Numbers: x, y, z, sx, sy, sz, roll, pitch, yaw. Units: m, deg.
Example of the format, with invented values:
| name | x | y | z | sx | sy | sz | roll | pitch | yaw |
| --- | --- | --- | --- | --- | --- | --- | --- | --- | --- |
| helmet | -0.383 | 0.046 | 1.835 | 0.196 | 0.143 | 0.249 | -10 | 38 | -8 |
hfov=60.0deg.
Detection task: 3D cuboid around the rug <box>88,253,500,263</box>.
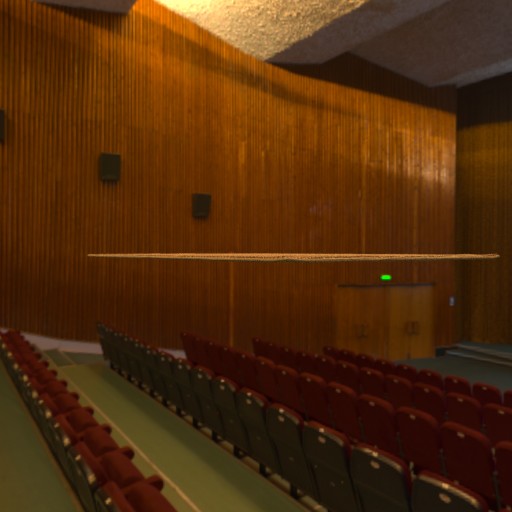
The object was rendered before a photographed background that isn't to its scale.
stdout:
| name | x | y | z | sx | sy | sz | roll | pitch | yaw |
| --- | --- | --- | --- | --- | --- | --- | --- | --- | --- |
| rug | 0.000 | 0.000 | 2.948 | 1.521 | 0.034 | 2.438 | 0 | 1 | -36 |
